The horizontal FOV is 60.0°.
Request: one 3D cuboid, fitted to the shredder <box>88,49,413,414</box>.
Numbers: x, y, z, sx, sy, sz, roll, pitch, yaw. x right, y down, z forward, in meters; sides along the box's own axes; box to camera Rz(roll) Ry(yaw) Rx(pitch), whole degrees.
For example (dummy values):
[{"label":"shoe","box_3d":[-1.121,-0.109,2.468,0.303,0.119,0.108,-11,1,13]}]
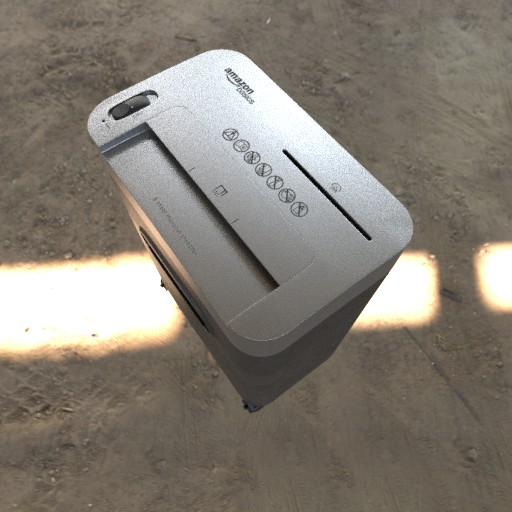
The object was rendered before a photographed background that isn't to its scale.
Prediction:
[{"label":"shredder","box_3d":[0.000,0.000,0.611,0.237,0.419,0.311,-33,67,-16]}]
